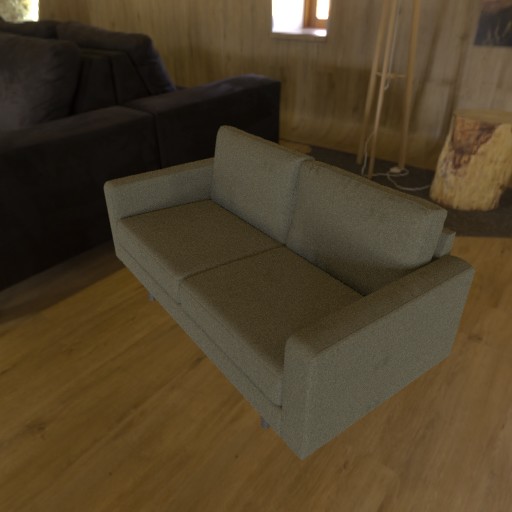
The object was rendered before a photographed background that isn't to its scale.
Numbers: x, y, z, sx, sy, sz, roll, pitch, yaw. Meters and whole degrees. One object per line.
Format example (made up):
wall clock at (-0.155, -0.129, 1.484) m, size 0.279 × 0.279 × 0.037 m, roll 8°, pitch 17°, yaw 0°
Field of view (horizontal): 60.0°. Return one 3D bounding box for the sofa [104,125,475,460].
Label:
sofa at (0.000, 0.000, 2.211) m, size 0.889 × 0.897 × 1.730 m, roll -21°, pitch 37°, yaw -31°
